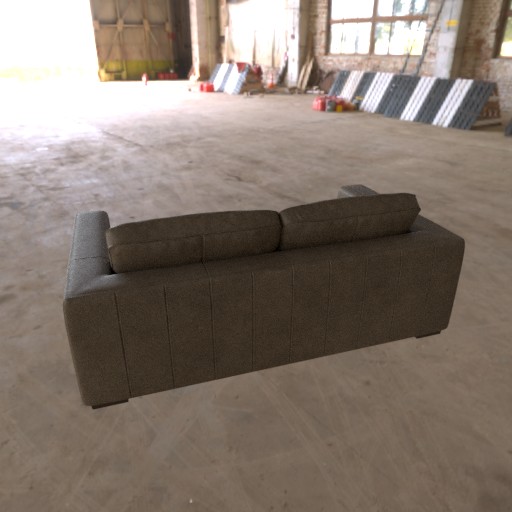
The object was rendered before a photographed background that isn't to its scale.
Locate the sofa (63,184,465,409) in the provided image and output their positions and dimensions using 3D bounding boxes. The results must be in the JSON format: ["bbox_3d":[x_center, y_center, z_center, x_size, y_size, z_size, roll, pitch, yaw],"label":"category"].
[{"bbox_3d":[0.000,0.000,2.482,1.920,0.800,1.070,-8,27,-16],"label":"sofa"}]
